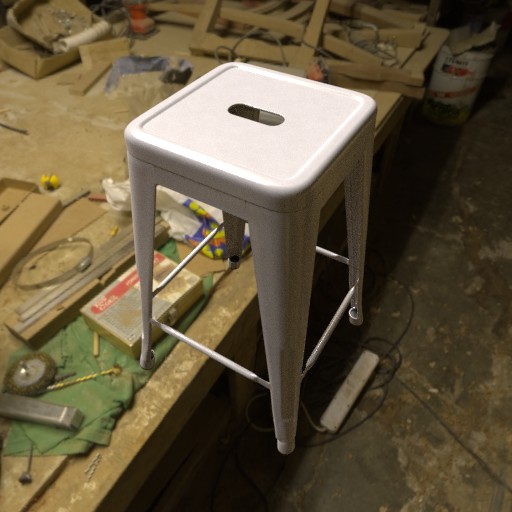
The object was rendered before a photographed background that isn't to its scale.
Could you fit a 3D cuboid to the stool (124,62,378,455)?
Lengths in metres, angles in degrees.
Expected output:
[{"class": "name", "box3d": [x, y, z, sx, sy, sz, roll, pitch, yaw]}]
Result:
[{"class": "stool", "box3d": [0.000, 0.000, 0.872, 0.406, 0.610, 0.406, 24, 50, 21]}]
